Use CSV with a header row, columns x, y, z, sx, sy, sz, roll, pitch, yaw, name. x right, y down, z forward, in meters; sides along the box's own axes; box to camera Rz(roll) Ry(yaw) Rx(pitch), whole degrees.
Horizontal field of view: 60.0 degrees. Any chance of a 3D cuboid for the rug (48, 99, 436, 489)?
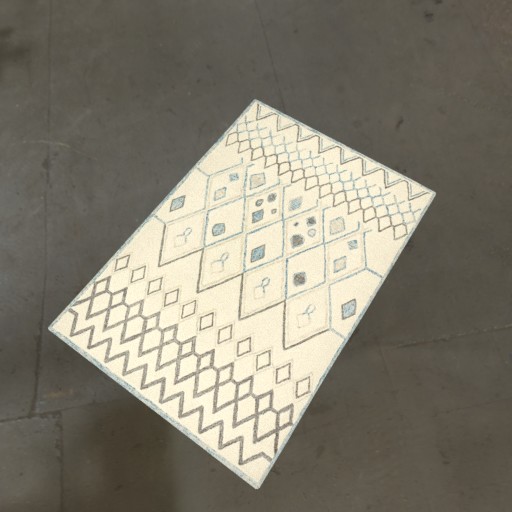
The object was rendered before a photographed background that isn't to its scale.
x,y,z,sx,sy,sz,roll,pitch,yaw,name
0.000,0.000,2.364,1.260,0.009,1.820,32,69,14,rug
